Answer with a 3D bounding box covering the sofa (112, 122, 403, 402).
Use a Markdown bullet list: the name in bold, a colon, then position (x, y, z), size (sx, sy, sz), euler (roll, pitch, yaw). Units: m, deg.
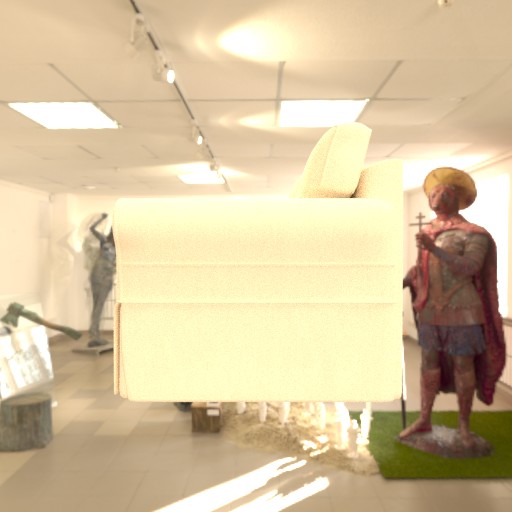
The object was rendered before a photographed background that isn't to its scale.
- **sofa**: position (0.000, 0.000, 2.268), size (0.991, 0.940, 1.727), euler (0, 1, 0)
